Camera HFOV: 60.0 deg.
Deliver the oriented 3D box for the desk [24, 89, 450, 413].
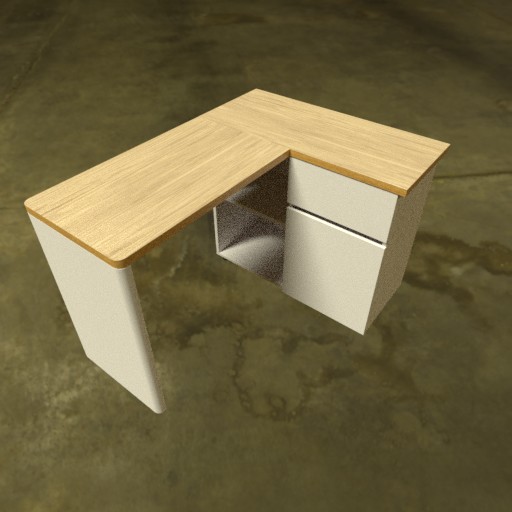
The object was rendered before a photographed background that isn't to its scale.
[{"bbox_3d":[0.000,0.000,1.732,0.900,0.760,1.170,27,48,27],"label":"desk"}]
